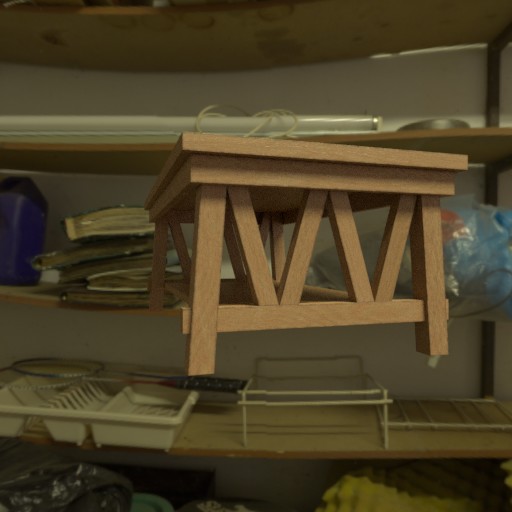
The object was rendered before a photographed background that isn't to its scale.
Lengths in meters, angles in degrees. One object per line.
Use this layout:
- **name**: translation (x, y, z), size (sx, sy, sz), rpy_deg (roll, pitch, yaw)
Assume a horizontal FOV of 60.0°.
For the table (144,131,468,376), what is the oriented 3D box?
- **table**: translation (0.000, 0.000, 1.608), size (0.711, 0.507, 1.270), rpy_deg (0, 0, -17)
